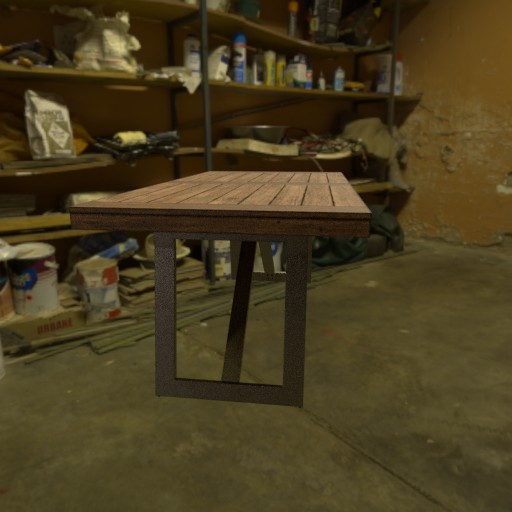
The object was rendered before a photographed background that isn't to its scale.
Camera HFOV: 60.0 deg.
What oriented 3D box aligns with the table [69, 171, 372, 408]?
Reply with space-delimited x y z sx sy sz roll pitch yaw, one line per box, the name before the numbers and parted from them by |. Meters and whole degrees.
table | 0.000 0.000 2.323 0.931 0.757 1.867 2 14 8
